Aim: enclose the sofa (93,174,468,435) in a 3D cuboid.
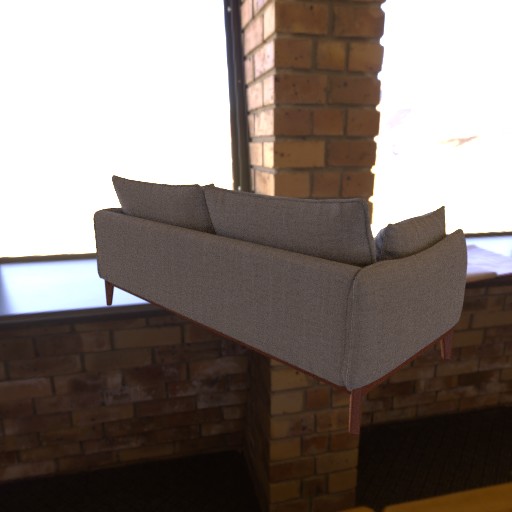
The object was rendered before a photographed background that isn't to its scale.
[{"bbox_3d":[0.000,0.000,2.447,0.972,0.851,1.989,-14,20,-43],"label":"sofa"}]
